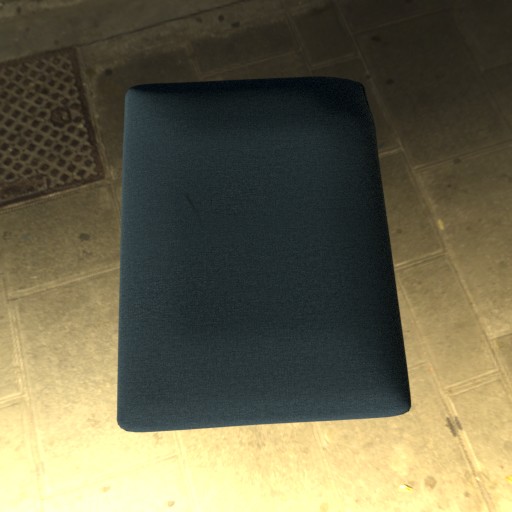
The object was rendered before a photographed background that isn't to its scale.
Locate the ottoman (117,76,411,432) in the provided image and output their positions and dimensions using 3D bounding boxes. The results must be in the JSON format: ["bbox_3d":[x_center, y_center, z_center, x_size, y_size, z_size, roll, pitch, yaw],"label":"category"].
[{"bbox_3d":[0.000,0.000,1.214,0.629,0.503,0.835,-3,76,-1],"label":"ottoman"}]
